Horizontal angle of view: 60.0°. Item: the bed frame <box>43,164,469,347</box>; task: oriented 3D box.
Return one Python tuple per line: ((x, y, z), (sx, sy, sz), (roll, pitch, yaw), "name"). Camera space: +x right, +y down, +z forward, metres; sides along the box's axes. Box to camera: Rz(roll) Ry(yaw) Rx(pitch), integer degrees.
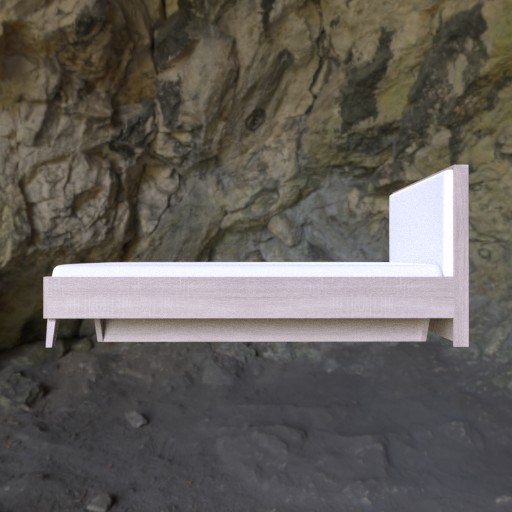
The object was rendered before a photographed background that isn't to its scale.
((0.000, 0.000, 2.725), (2.140, 0.920, 0.990), (0, 0, 0), "bed frame")
